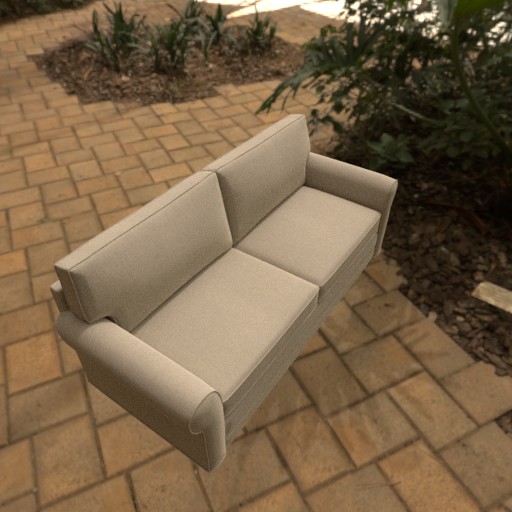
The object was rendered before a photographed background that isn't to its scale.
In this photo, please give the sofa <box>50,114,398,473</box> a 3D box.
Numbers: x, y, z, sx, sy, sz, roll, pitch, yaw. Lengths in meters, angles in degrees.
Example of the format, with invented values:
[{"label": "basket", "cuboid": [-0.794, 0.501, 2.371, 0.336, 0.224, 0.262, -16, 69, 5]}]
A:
[{"label": "sofa", "cuboid": [0.000, 0.000, 2.608, 0.901, 0.962, 2.146, 24, 46, 26]}]
